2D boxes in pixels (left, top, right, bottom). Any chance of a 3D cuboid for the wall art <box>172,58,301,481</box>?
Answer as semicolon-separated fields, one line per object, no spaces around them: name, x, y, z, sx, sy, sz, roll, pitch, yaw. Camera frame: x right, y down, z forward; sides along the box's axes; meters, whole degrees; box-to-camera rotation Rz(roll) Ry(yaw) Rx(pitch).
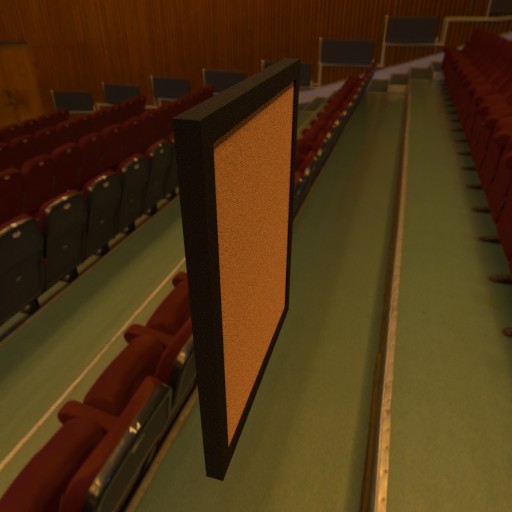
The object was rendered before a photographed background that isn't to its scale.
wall art;0.000;0.000;0.745;0.029;0.559;0.457;9;32;14
